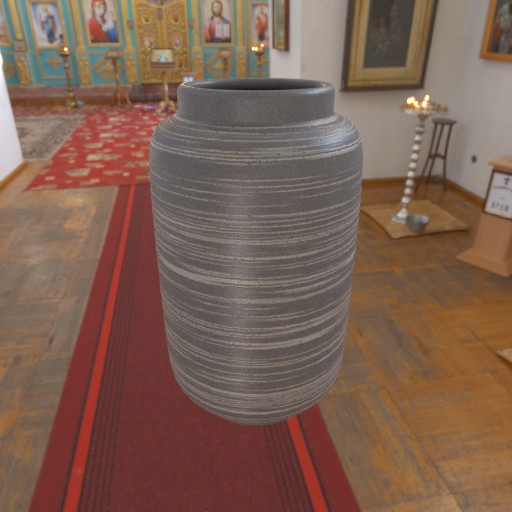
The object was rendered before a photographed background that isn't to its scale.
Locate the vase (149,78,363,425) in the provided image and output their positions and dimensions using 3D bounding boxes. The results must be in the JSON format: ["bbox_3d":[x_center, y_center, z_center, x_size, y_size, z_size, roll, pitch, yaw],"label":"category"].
[{"bbox_3d":[0.000,0.000,0.684,0.297,0.499,0.297,0,26,0],"label":"vase"}]
